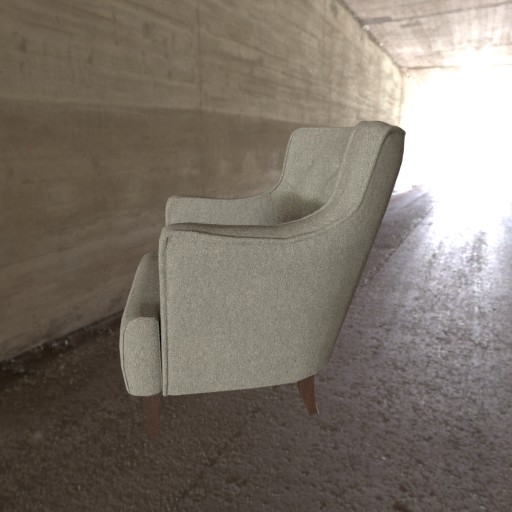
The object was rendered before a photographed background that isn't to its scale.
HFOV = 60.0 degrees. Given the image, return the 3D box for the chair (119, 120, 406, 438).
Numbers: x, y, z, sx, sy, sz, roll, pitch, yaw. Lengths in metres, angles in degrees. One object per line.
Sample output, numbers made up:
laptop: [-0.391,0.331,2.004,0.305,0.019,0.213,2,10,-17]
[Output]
chair: [0.000,0.000,1.588,0.910,0.920,0.820,-2,15,-9]
